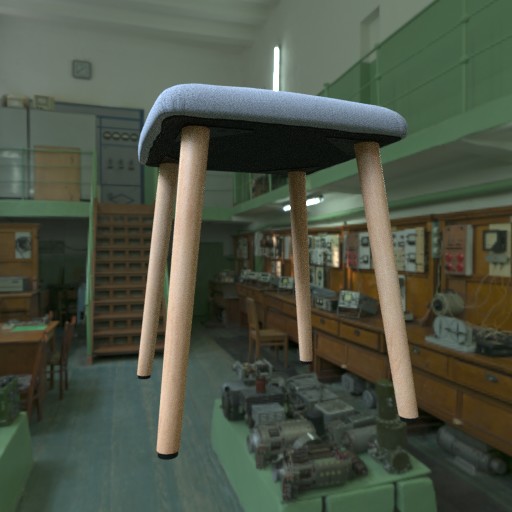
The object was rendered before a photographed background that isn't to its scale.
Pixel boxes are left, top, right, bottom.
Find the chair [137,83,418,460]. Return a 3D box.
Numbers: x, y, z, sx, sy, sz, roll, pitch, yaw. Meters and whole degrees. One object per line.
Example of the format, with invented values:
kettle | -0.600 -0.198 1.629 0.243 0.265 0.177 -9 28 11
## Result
chair | 0.000 0.000 0.695 0.350 0.440 0.350 0 1 -19
